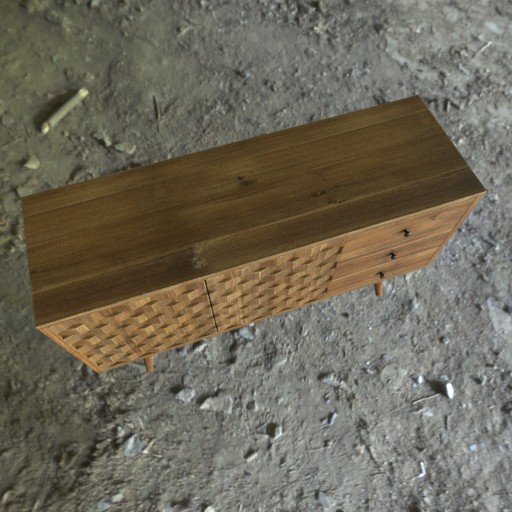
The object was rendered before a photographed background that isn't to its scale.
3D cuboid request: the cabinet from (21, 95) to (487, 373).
[{"bbox_3d":[0.000,0.000,1.744,1.400,0.800,0.472,-17,64,-9],"label":"cabinet"}]
